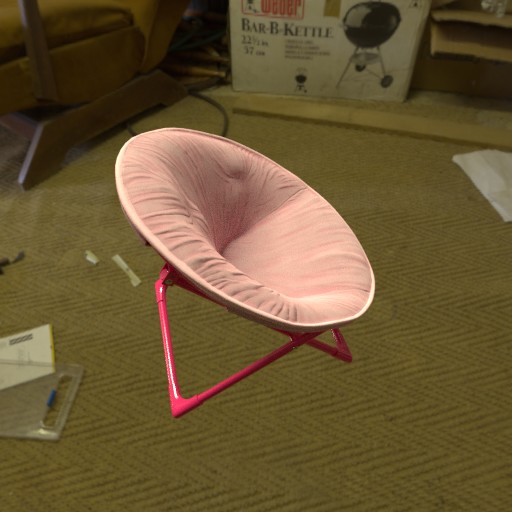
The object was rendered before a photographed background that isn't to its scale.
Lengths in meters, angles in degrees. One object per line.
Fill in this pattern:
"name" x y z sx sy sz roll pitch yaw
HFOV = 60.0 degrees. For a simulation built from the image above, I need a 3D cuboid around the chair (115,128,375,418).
"chair" 0.000 0.000 0.909 0.459 0.494 0.522 -11 48 -10
